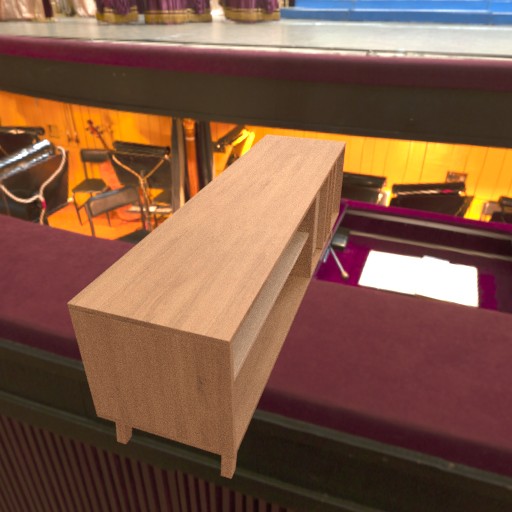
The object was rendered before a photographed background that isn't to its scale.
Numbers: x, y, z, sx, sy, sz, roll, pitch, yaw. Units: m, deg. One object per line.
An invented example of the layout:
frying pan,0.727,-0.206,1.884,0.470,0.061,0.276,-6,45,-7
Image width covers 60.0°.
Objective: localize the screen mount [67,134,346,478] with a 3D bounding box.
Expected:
screen mount,0.000,0.000,1.699,0.400,0.510,1.500,10,32,16
